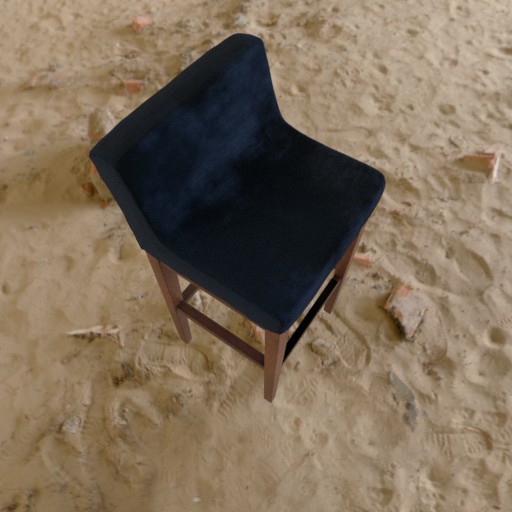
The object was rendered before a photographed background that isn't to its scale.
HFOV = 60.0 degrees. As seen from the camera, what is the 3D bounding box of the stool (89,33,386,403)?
[{"bbox_3d":[0.000,0.000,1.338,0.500,1.037,0.511,31,63,17],"label":"stool"}]
